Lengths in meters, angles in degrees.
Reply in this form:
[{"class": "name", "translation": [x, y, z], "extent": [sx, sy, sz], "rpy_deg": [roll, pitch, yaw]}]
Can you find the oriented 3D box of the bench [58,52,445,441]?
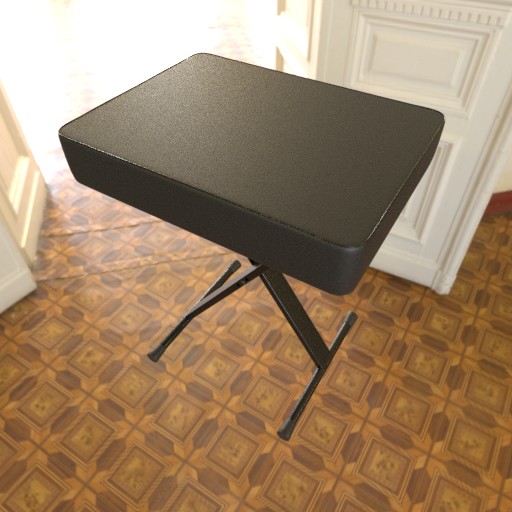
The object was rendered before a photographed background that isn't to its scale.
[{"class": "bench", "translation": [0.000, 0.000, 0.761], "extent": [0.424, 0.500, 0.321], "rpy_deg": [24, 50, 22]}]
